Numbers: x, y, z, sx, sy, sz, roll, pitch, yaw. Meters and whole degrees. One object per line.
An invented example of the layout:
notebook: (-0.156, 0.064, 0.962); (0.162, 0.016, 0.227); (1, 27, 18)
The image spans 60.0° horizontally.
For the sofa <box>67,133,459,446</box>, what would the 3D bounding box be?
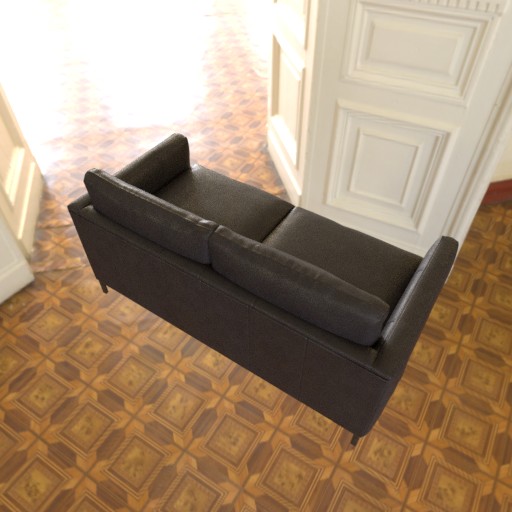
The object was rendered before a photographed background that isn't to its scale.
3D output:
sofa: (0.000, 0.000, 2.348); (1.805, 0.883, 0.947); (24, 51, 21)
